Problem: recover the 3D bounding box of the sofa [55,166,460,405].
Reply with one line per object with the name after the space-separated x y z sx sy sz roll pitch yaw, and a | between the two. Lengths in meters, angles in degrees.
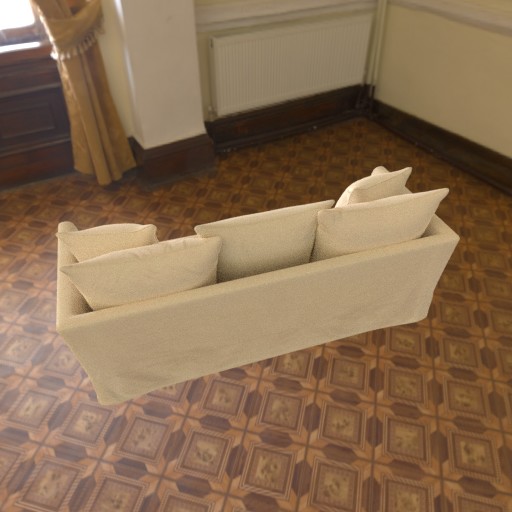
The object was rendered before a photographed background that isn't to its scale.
0.000 0.000 3.063 2.484 1.042 1.030 -12 42 -14 | sofa
